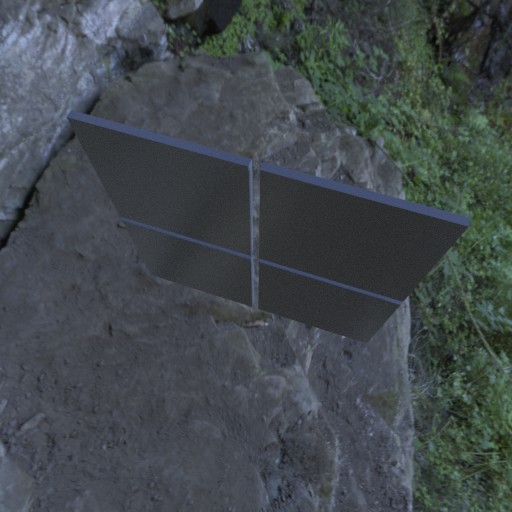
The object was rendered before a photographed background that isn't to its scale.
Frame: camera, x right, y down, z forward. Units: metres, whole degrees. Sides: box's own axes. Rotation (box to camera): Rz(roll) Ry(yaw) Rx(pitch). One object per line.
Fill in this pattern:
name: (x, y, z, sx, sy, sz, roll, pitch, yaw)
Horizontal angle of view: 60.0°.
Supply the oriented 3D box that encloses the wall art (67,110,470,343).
wall art: (0.000, 0.000, 1.682, 1.118, 1.118, 0.029, 17, 65, 8)
